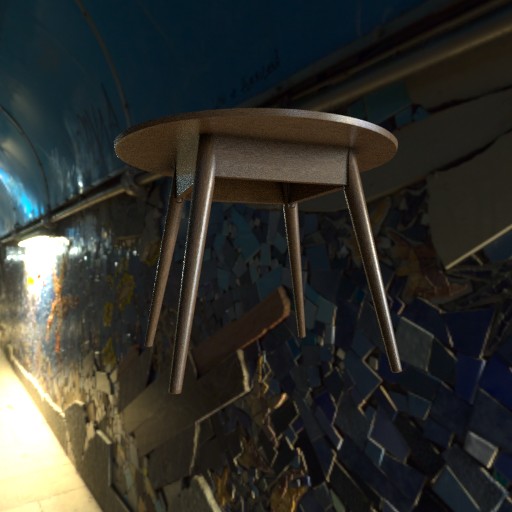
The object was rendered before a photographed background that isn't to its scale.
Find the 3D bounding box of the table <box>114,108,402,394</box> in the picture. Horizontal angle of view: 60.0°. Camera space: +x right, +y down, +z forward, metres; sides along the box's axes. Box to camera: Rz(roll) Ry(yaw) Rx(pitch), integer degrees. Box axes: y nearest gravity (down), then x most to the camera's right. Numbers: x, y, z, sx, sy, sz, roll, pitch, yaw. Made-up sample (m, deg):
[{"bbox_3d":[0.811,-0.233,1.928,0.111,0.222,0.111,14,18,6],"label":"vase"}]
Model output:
[{"bbox_3d":[0.000,0.000,1.720,1.053,0.786,1.053,0,-1,0],"label":"table"}]
